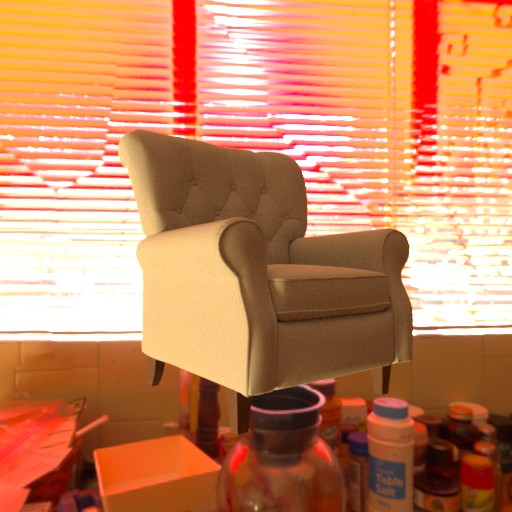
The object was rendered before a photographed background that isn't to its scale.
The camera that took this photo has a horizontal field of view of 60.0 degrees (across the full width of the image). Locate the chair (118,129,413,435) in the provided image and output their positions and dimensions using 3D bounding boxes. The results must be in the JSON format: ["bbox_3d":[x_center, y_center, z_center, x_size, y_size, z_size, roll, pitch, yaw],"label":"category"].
[{"bbox_3d":[0.000,0.000,2.080,1.090,1.217,1.128,1,-1,-36],"label":"chair"}]
